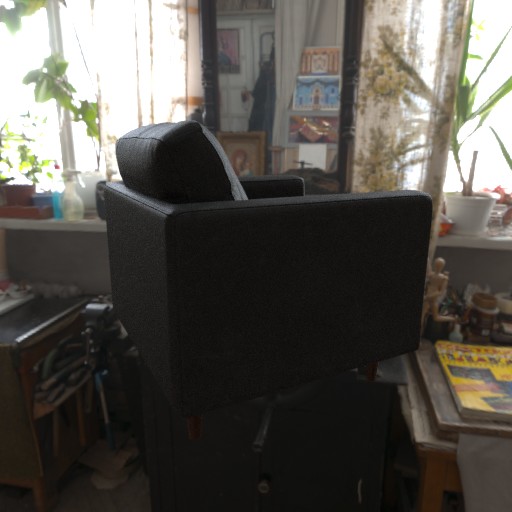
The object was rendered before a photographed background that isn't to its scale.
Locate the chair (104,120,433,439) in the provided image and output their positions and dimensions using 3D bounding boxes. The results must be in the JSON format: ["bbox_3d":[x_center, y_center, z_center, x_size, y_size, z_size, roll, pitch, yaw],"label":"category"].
[{"bbox_3d":[0.000,0.000,1.570,0.879,0.898,0.831,-8,17,-27],"label":"chair"}]
